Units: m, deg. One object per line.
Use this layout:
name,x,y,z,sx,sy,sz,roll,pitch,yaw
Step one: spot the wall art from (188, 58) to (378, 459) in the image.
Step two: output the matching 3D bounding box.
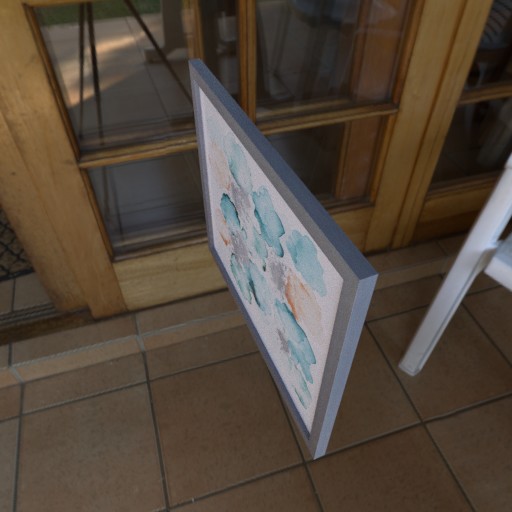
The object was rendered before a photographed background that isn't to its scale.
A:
wall art,0.000,0.000,0.918,0.026,0.558,0.660,-17,48,-16
